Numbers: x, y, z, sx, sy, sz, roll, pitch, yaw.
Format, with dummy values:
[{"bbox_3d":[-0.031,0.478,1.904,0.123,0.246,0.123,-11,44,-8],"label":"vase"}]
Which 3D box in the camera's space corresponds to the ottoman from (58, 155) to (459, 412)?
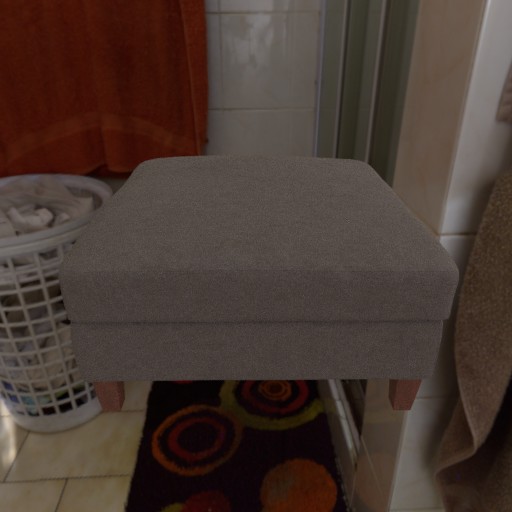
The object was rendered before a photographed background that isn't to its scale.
[{"bbox_3d":[0.000,0.000,1.374,0.861,0.482,0.881,0,27,-1],"label":"ottoman"}]
